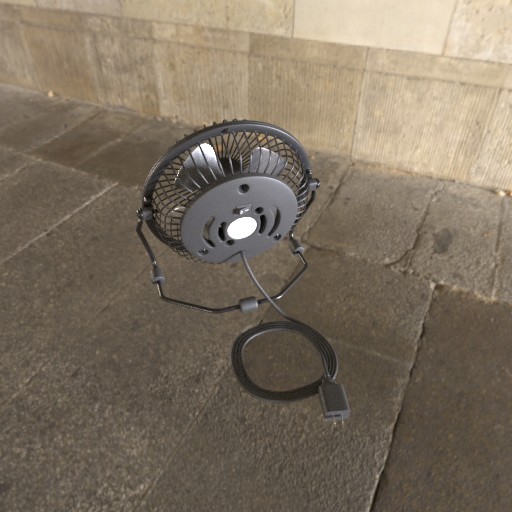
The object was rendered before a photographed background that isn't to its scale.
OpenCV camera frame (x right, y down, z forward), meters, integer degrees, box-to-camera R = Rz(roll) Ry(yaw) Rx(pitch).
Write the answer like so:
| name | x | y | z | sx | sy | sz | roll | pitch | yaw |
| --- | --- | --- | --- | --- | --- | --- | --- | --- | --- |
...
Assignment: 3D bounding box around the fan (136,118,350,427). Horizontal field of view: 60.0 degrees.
| name | x | y | z | sx | sy | sz | roll | pitch | yaw |
| --- | --- | --- | --- | --- | --- | --- | --- | --- | --- |
| fan | 0.000 | 0.000 | 0.309 | 0.153 | 0.152 | 0.202 | -12 | 41 | -14 |
